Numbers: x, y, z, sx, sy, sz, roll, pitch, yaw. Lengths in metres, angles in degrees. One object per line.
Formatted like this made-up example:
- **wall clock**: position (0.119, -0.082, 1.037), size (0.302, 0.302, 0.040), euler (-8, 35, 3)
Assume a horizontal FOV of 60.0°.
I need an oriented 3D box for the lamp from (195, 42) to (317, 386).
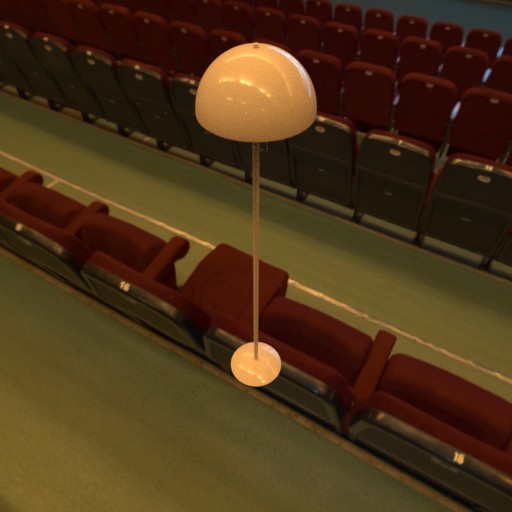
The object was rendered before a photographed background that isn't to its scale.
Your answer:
- **lamp**: position (0.000, 0.000, 1.609), size (0.328, 1.480, 0.328), euler (23, 50, 21)
